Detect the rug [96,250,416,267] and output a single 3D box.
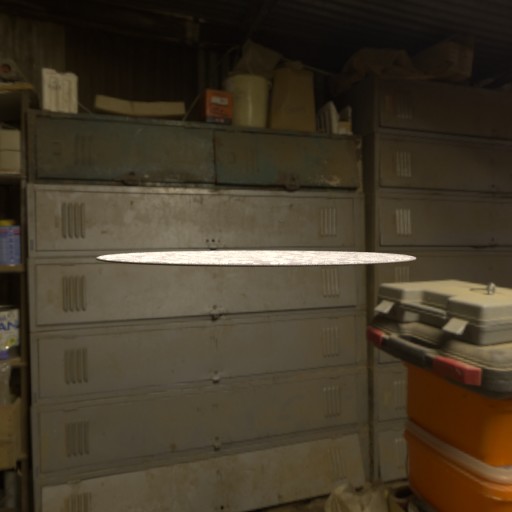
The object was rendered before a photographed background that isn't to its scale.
[{"bbox_3d":[0.000,0.000,2.342,1.593,0.012,1.593,0,2,0],"label":"rug"}]
